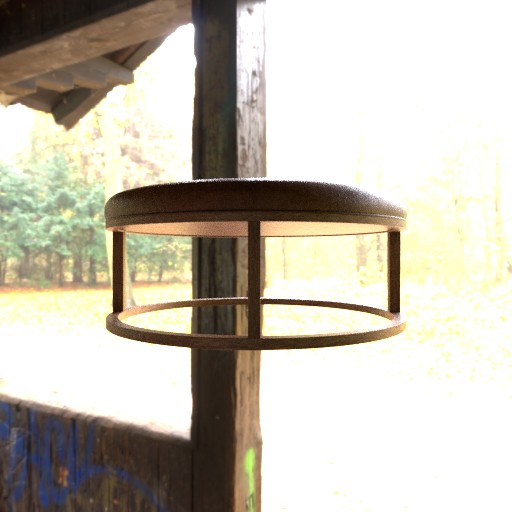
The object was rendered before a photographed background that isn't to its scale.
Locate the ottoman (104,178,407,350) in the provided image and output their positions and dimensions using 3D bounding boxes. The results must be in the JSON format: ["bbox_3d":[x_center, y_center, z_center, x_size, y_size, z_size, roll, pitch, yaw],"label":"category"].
[{"bbox_3d":[0.000,0.000,1.547,1.006,0.445,1.006,0,0,0],"label":"ottoman"}]
